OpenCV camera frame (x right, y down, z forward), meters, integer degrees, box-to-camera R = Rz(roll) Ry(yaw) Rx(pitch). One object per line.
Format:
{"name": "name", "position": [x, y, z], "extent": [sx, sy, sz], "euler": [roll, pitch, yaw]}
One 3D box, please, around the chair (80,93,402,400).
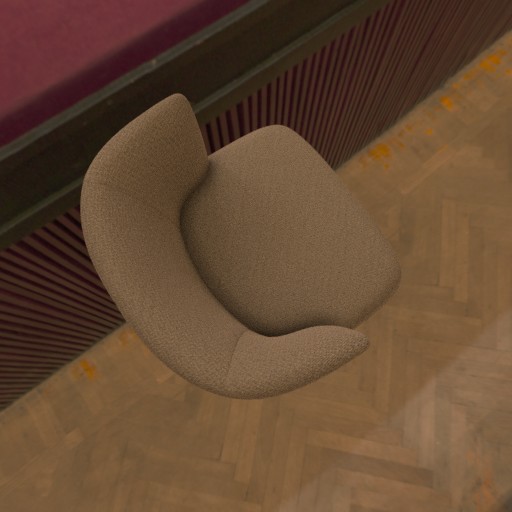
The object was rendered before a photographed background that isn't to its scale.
{"name": "chair", "position": [0.000, 0.000, 1.251], "extent": [0.660, 0.760, 0.700], "euler": [-34, 78, -8]}
